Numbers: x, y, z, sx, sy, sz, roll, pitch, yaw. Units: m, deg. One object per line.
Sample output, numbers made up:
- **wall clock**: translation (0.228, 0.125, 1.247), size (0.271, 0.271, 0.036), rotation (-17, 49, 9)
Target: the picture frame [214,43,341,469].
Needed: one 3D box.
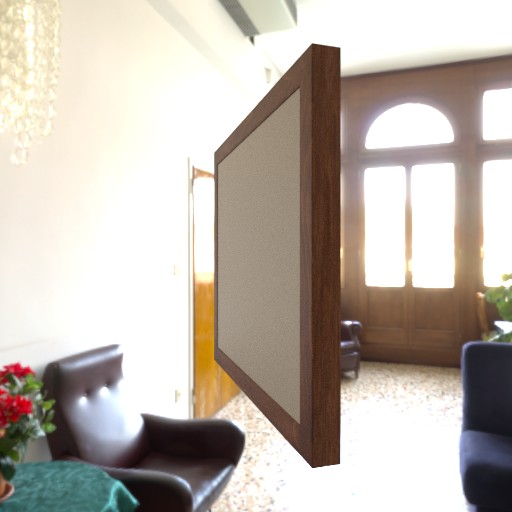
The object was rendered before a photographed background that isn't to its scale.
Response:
- **picture frame**: translation (0.000, 0.000, 0.529), size (0.025, 0.330, 0.381), rotation (0, 0, -17)
